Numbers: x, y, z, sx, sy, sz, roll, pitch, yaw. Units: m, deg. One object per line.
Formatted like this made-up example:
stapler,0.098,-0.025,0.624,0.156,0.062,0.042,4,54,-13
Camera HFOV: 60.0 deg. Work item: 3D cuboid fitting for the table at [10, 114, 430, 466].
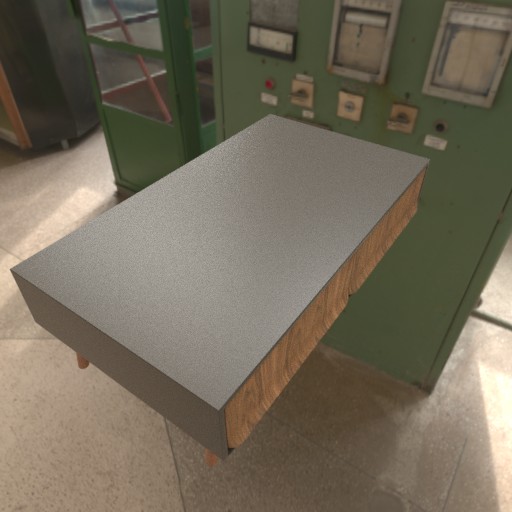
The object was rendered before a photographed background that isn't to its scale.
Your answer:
table,0.000,0.000,1.488,0.703,0.404,1.201,25,46,26
